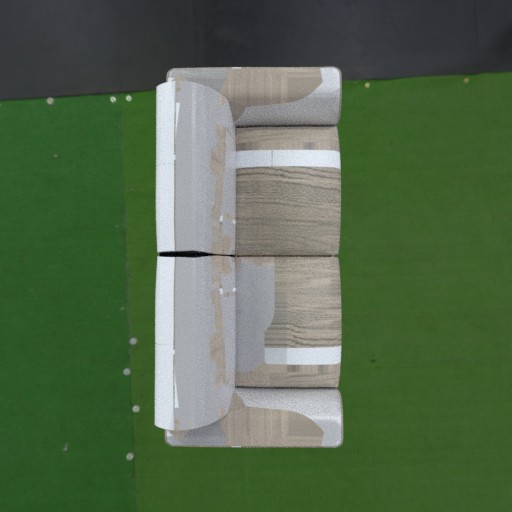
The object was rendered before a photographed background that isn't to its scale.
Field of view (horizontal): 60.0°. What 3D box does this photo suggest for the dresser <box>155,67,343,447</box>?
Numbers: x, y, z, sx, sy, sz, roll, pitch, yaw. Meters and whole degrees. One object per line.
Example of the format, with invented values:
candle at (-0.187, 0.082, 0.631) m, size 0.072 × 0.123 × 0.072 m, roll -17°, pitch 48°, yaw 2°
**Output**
dresser at (0.000, 0.000, 5.707) m, size 2.251 × 1.863 × 4.679 m, roll 0°, pitch 89°, yaw 1°
